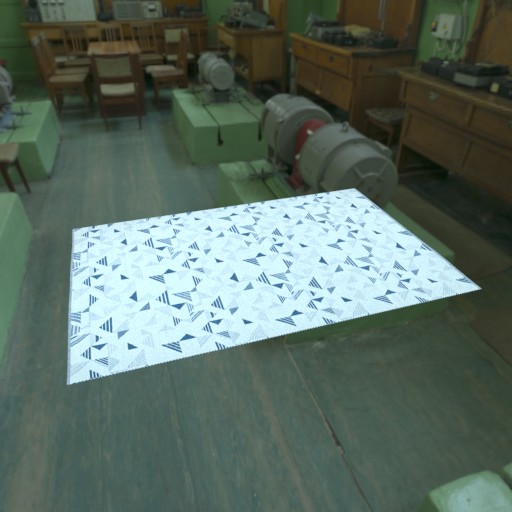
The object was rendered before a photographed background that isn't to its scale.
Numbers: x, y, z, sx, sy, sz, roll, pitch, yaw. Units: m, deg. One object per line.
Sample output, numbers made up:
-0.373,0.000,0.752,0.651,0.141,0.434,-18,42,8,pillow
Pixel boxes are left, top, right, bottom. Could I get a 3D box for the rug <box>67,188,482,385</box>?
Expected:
0.000,0.000,2.312,1.835,0.003,1.206,-10,34,-15,rug
